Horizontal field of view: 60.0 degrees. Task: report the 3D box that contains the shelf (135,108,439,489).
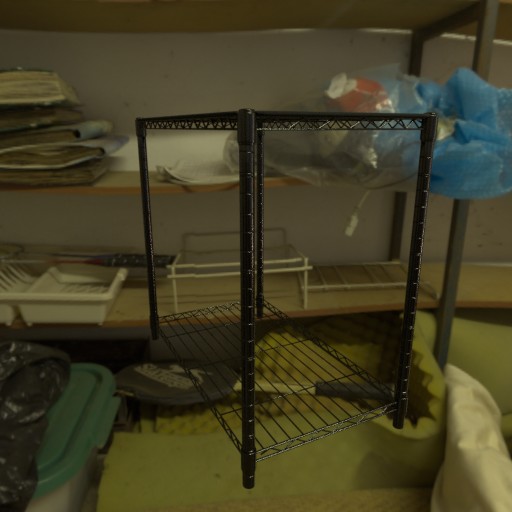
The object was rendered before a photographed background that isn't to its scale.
[{"bbox_3d":[0.000,0.000,0.932,0.338,0.564,0.589,-8,18,-26],"label":"shelf"}]
